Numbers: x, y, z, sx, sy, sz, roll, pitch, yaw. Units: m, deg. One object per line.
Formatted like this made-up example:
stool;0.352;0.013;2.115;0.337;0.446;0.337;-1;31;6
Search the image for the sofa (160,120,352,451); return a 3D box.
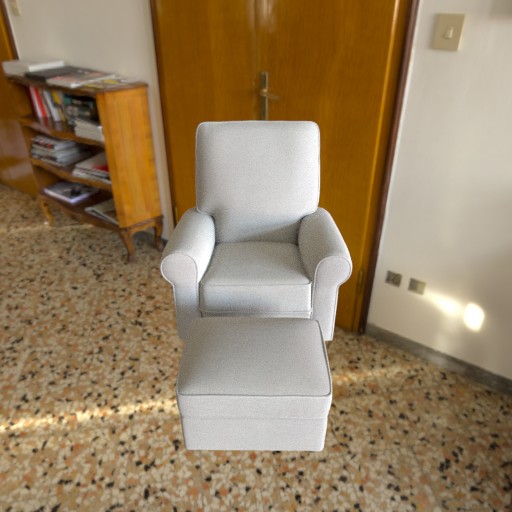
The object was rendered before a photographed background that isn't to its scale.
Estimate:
sofa;0.000;0.000;2.090;0.880;0.959;1.478;0;31;0
